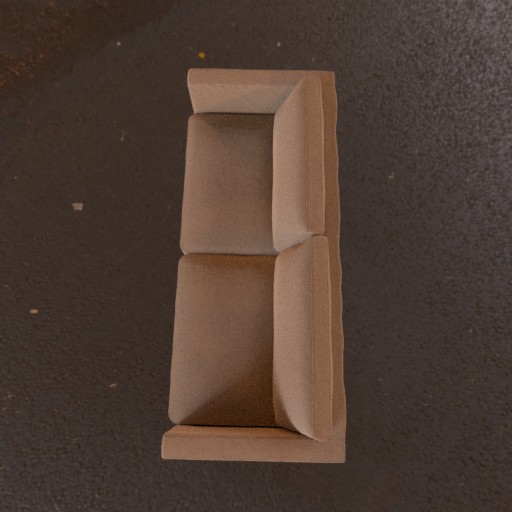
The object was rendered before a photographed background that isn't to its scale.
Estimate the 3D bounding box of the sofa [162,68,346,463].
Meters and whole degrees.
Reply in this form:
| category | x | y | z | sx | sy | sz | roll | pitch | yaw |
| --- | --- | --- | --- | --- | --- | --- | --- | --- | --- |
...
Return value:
| category | x | y | z | sx | sy | sz | roll | pitch | yaw |
| --- | --- | --- | --- | --- | --- | --- | --- | --- | --- |
| sofa | 0.000 | 0.000 | 2.751 | 0.956 | 0.847 | 2.296 | 1 | 75 | 0 |
